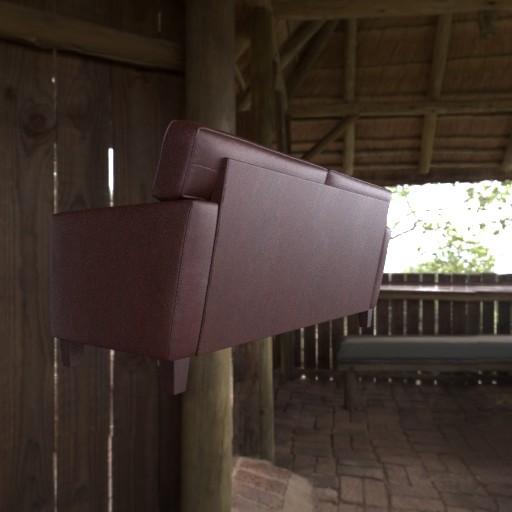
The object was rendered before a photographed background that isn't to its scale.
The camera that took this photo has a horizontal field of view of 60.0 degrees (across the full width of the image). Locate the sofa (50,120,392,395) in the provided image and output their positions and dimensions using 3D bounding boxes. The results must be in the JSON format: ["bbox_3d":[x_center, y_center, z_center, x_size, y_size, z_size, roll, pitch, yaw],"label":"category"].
[{"bbox_3d":[0.000,0.000,2.359,0.912,0.928,1.876,0,0,36],"label":"sofa"}]
